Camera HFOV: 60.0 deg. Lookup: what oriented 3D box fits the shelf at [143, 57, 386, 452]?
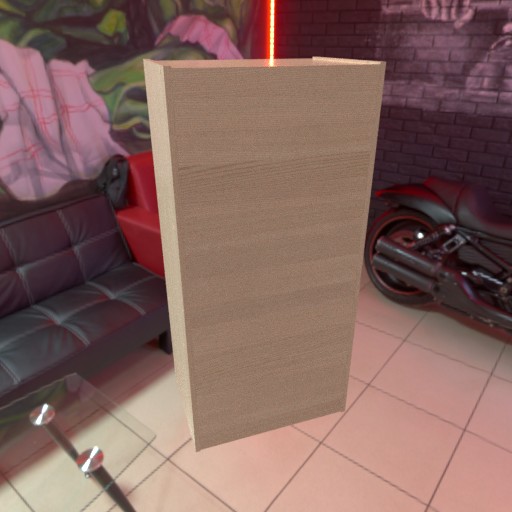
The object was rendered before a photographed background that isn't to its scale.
[{"bbox_3d":[0.000,0.000,1.084,0.417,0.876,0.292,-9,27,-17],"label":"shelf"}]
